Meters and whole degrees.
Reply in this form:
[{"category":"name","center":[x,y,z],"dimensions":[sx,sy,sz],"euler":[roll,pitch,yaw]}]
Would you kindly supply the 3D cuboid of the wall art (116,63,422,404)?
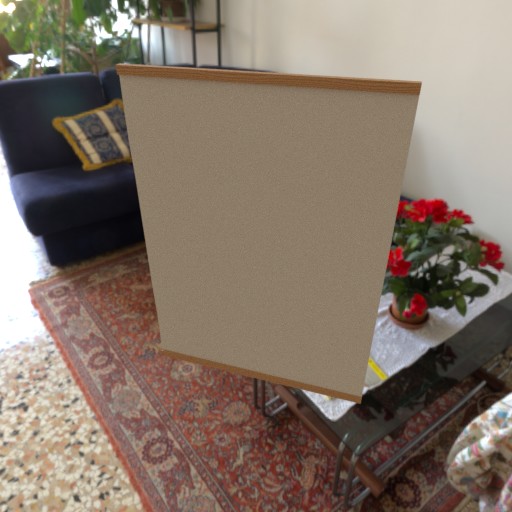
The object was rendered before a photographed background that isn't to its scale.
[{"category":"wall art","center":[0.000,0.000,1.308],"dimensions":[0.739,1.016,0.020],"euler":[10,34,15]}]
